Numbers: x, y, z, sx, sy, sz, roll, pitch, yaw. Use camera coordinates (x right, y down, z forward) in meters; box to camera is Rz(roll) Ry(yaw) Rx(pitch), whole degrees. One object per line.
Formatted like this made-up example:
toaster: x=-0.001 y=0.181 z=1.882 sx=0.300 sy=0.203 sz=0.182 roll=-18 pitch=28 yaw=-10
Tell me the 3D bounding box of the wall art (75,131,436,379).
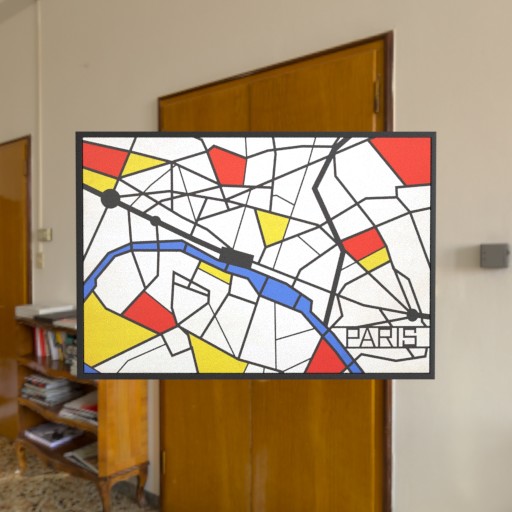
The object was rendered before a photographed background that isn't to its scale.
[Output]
wall art: x=0.000 y=0.000 z=0.825 sx=0.664 sy=0.458 sz=0.013 roll=0 pitch=1 yaw=0
